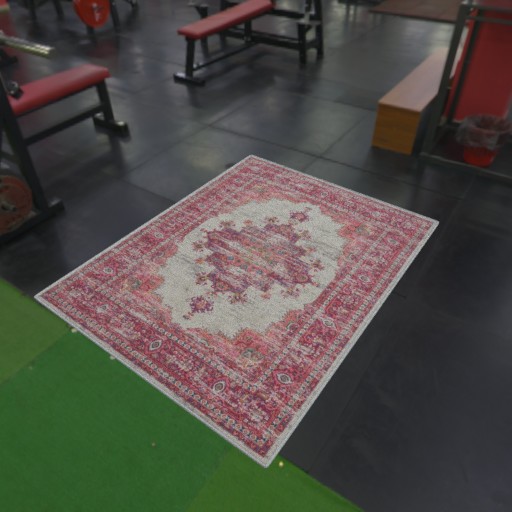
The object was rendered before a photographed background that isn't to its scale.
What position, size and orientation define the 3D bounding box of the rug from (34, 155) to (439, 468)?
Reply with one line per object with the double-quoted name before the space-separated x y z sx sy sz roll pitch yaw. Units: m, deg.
"rug" 0.000 0.000 4.198 2.447 0.017 3.123 26 47 26
